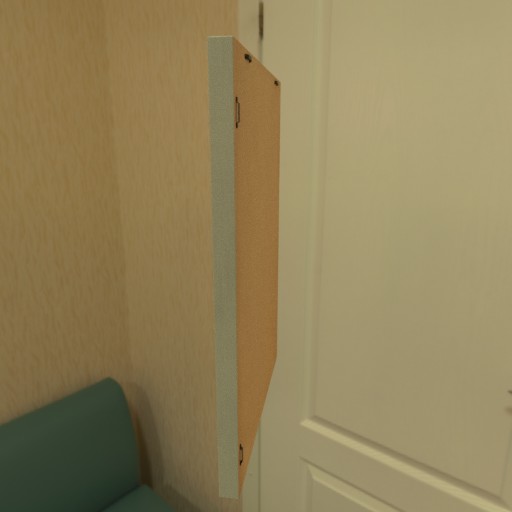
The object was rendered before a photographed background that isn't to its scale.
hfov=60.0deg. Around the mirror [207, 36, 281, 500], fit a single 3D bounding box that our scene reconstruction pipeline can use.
[{"bbox_3d":[0.000,0.000,0.893,0.039,0.710,0.507,3,15,9],"label":"mirror"}]
